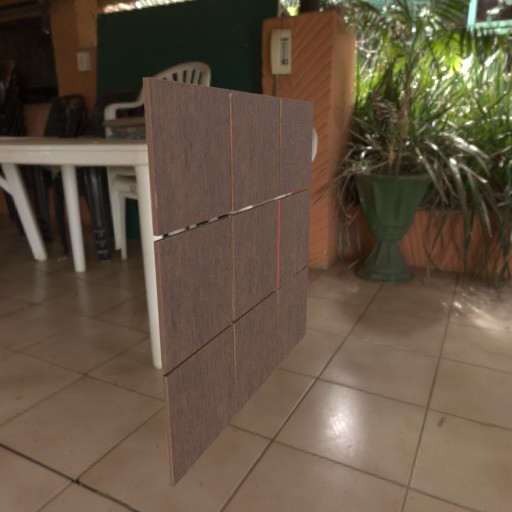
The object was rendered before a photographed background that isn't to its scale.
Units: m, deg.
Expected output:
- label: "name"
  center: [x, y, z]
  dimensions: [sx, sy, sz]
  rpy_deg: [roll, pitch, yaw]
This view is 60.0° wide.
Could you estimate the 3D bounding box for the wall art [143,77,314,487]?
- label: "wall art"
  center: [0.000, 0.000, 1.330]
  dimensions: [0.013, 0.914, 0.915]
  rpy_deg: [8, 18, 25]
